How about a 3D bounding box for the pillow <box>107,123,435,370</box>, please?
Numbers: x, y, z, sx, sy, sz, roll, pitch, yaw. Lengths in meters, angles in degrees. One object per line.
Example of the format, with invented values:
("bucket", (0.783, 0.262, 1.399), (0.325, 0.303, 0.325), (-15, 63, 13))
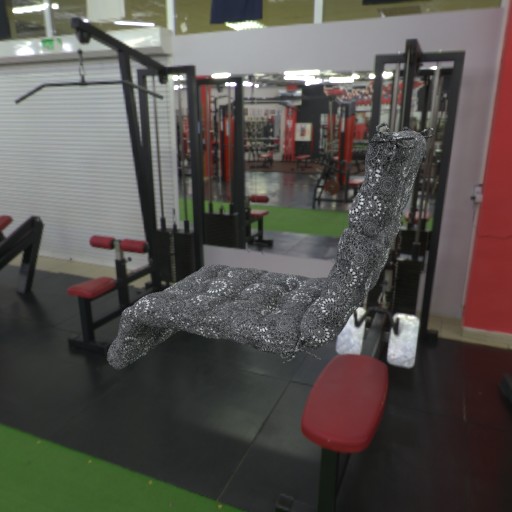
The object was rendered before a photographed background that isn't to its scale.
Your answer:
("pillow", (0.000, 0.000, 1.504), (1.016, 0.863, 0.526), (8, 18, 24))
